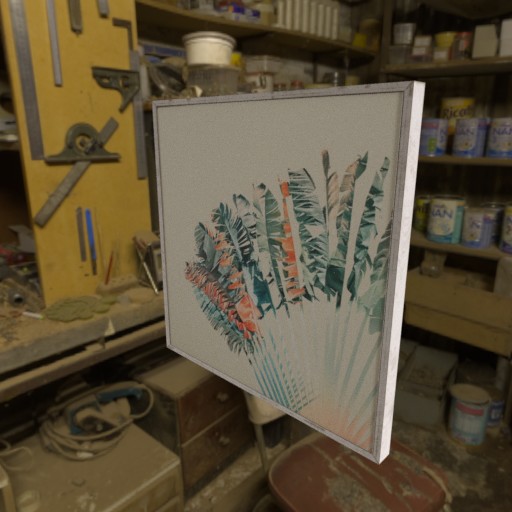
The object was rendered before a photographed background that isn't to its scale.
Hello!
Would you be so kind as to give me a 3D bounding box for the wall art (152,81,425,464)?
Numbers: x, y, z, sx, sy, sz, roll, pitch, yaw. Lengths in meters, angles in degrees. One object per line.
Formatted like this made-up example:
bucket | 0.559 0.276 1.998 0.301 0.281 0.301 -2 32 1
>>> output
wall art | 0.000 0.000 0.735 0.508 0.506 0.029 15 21 42
